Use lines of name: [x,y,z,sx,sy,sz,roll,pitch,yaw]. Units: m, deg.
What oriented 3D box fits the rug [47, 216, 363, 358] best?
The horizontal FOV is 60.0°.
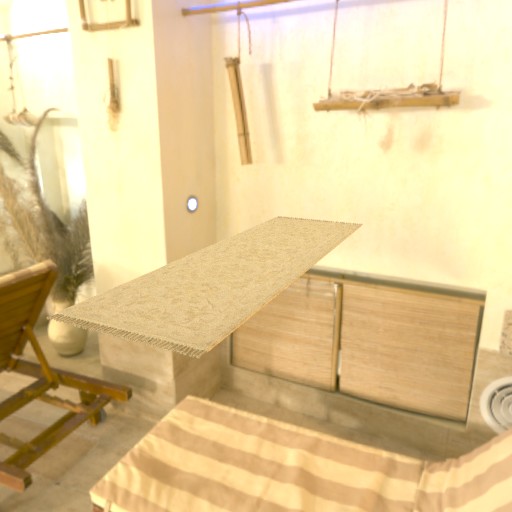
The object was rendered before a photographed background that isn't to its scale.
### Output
rug: [0.000,0.000,2.863,0.795,0.015,2.544,8,18,25]
